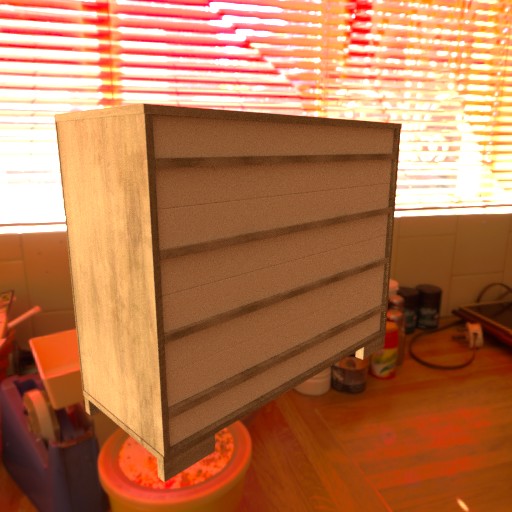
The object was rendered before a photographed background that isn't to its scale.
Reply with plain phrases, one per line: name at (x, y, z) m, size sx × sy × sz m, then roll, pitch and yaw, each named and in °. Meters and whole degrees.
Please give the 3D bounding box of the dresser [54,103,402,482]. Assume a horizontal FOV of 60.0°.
dresser at (0.000, 0.000, 1.385) m, size 0.404 × 0.816 × 0.994 m, roll 13°, pitch 19°, yaw 43°
